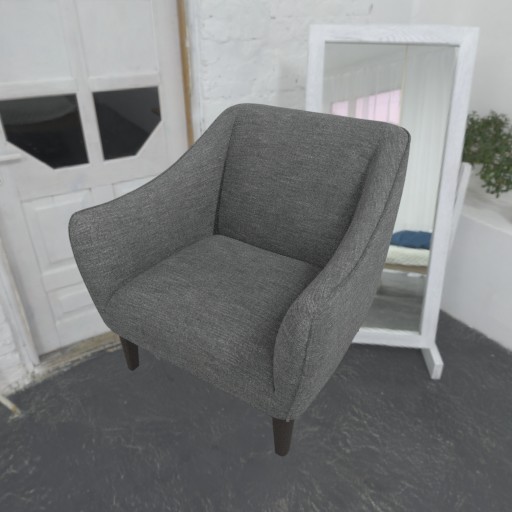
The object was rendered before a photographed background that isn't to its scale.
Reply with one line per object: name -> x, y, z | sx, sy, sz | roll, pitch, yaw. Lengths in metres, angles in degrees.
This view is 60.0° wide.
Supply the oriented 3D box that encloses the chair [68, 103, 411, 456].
chair -> 0.000, 0.000, 1.534 | 0.870, 0.829, 0.851 | 19, 36, 28
